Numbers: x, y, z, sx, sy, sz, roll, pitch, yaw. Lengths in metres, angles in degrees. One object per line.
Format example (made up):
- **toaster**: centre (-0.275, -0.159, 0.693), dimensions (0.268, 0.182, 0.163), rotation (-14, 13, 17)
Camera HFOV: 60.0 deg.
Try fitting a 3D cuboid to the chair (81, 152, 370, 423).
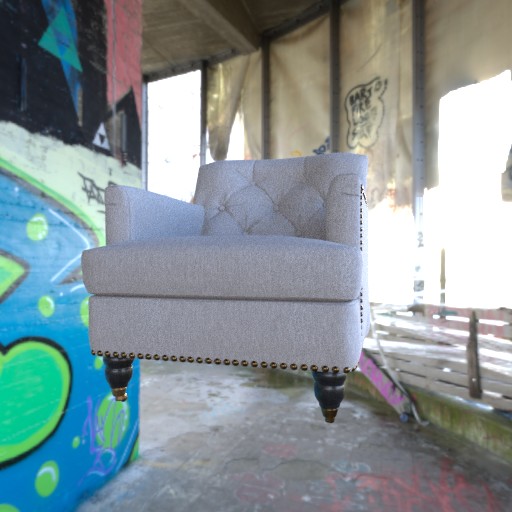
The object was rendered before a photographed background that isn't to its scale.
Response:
- **chair**: centre (0.000, 0.000, 1.489), dimensions (0.737, 0.823, 0.902), rotation (0, -1, 16)
